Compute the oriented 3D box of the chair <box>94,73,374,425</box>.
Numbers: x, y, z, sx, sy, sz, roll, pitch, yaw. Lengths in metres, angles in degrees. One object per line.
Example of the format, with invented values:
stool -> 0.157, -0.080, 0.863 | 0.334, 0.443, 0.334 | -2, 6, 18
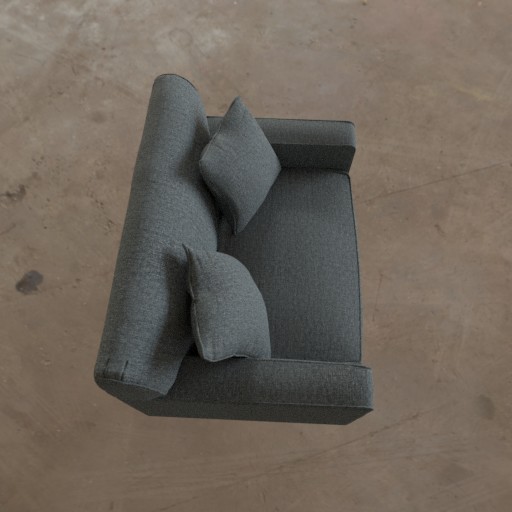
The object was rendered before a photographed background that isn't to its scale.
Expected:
chair -> 0.000, 0.000, 2.058 | 1.000, 0.948, 1.383 | 2, 64, 1
